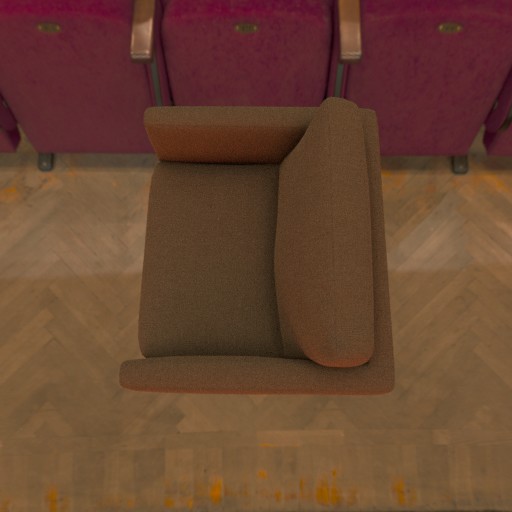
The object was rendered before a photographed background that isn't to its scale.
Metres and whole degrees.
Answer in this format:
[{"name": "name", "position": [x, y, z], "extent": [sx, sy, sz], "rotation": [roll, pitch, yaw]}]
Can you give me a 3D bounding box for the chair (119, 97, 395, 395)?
[{"name": "chair", "position": [0.000, 0.000, 1.867], "extent": [0.959, 0.963, 1.107], "rotation": [1, 74, 0]}]
